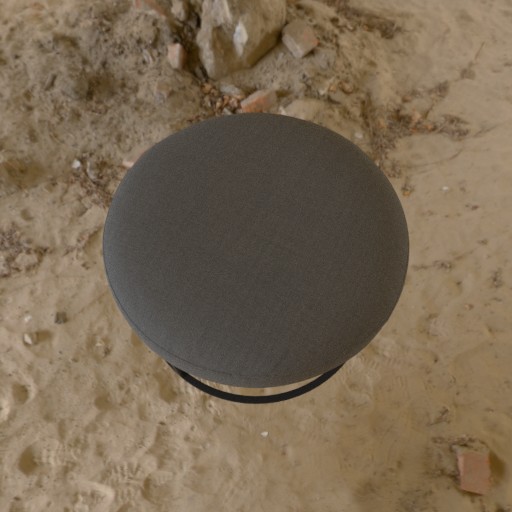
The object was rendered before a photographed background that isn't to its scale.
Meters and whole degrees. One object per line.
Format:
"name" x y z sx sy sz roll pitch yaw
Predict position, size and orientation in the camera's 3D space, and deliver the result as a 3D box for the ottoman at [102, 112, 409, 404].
"ottoman" 0.000 0.000 1.254 0.772 0.460 0.772 0 62 0
